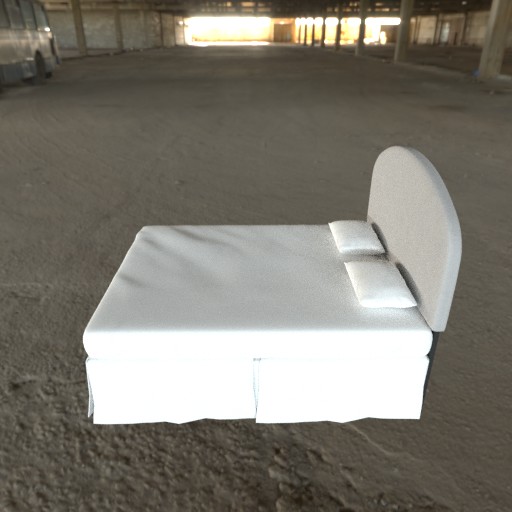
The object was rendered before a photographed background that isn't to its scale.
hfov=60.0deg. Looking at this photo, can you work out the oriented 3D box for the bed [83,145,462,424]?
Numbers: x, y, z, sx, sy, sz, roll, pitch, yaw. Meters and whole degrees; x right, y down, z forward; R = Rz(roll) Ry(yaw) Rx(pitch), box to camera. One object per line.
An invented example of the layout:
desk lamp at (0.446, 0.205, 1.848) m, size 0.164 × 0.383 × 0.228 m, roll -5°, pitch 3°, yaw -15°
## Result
bed at (0.000, 0.000, 2.994) m, size 2.005 × 1.410 × 1.607 m, roll 0°, pitch 27°, yaw 0°
